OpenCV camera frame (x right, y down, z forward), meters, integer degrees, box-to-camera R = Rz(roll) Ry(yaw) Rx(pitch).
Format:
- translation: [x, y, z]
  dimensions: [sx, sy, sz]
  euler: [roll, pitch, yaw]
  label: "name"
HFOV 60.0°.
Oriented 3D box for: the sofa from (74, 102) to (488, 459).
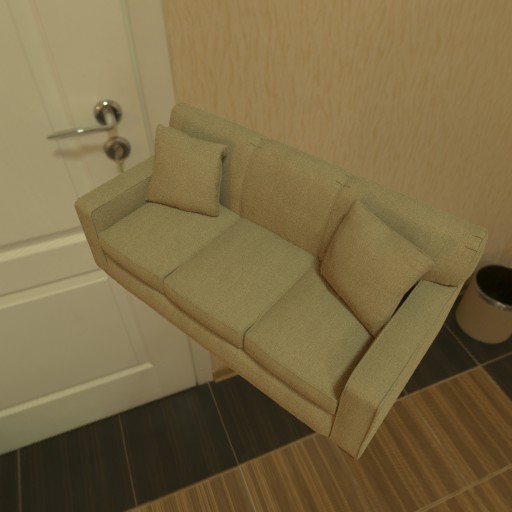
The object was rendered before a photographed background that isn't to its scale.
- translation: [0.000, 0.000, 2.509]
  dimensions: [2.024, 0.958, 0.997]
  euler: [30, 53, 26]
  label: "sofa"
